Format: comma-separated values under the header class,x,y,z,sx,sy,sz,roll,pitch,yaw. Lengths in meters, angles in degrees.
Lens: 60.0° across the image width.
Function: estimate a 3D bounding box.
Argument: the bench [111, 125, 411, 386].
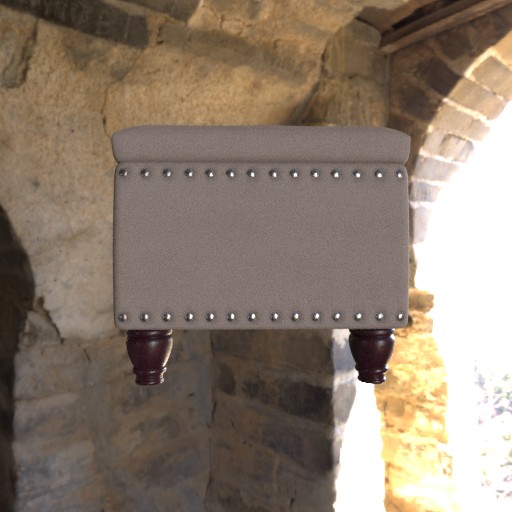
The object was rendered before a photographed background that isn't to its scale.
class,x,y,z,sx,sy,sz,roll,pitch,yaw
bench,0.000,0.000,1.169,0.500,0.449,0.887,0,-1,-1
